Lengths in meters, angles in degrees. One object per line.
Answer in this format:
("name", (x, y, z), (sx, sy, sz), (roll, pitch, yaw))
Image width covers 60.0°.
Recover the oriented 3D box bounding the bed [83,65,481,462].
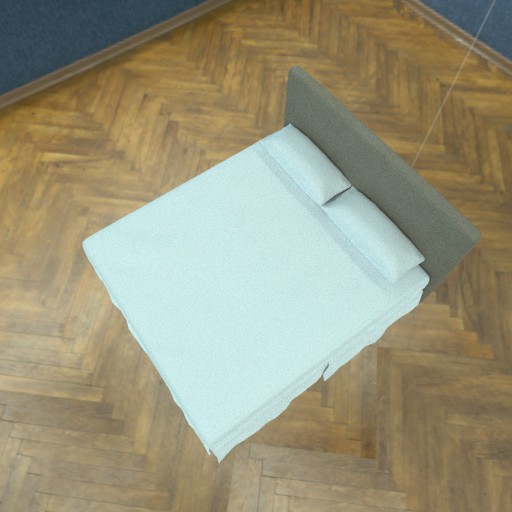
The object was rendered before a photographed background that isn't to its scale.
("bed", (0.000, 0.000, 3.621), (2.341, 1.317, 2.119), (-33, 68, -15))
